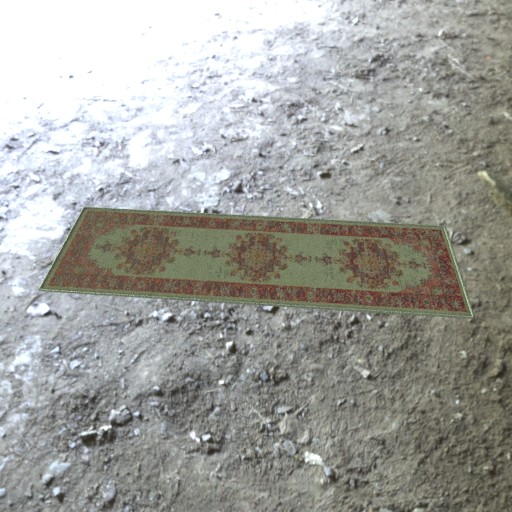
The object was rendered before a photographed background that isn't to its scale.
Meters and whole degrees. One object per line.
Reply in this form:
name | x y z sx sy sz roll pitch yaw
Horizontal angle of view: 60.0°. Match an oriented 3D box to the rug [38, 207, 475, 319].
rug | 0.000 0.000 2.032 1.824 0.009 0.562 3 46 3
